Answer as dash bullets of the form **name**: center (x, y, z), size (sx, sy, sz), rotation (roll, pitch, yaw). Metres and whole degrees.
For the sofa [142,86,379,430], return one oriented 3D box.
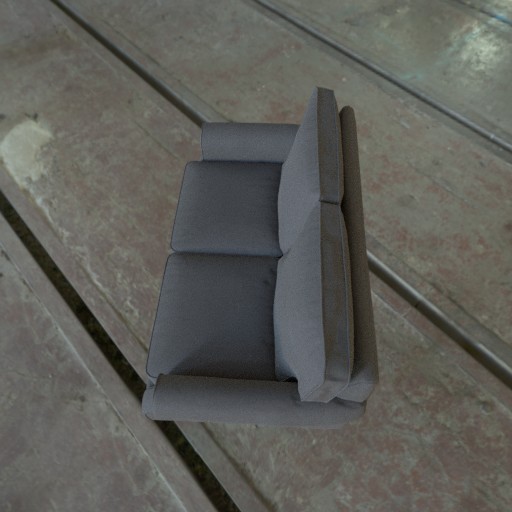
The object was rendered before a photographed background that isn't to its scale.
- **sofa**: center (0.000, 0.000, 2.227), size (0.964, 0.937, 1.665), rotation (3, 57, 2)
